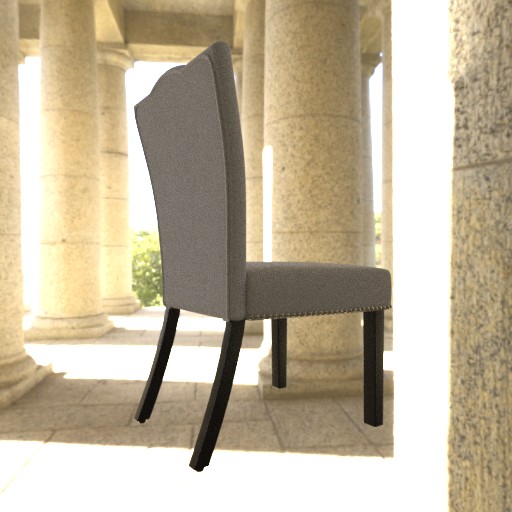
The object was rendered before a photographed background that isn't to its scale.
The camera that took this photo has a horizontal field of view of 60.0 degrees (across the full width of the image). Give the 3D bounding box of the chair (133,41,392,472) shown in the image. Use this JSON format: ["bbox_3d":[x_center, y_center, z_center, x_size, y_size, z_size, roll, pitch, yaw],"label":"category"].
[{"bbox_3d":[0.000,0.000,1.277,0.589,0.946,0.518,0,0,-35],"label":"chair"}]
